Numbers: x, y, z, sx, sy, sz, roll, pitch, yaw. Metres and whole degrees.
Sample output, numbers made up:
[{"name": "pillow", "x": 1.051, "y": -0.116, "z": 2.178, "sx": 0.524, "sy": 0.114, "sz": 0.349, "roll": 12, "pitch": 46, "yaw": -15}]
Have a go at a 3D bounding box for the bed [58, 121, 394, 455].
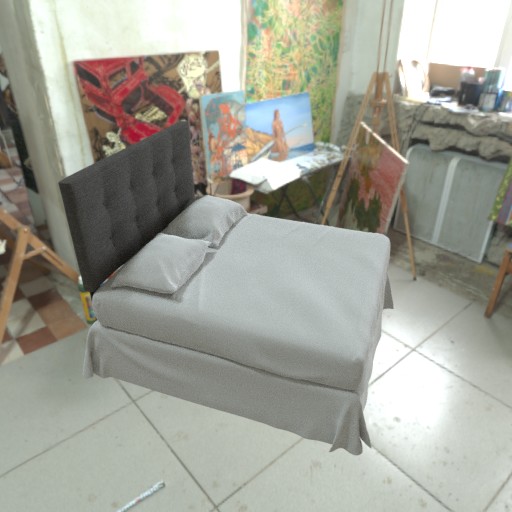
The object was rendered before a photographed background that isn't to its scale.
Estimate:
[{"name": "bed", "x": 0.000, "y": 0.000, "z": 3.511, "sx": 2.222, "sy": 1.577, "sz": 1.936, "roll": 11, "pitch": 32, "yaw": 17}]
